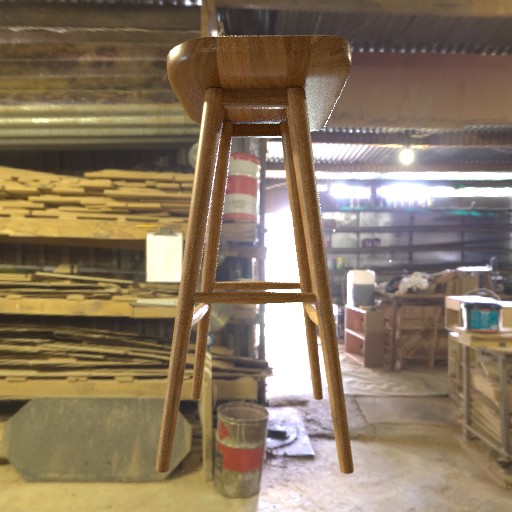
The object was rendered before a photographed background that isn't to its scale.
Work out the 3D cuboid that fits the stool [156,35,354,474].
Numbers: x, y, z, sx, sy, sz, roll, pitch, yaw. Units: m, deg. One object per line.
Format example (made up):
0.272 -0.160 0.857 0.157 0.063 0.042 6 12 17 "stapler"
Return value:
0.000 0.000 0.904 0.322 0.698 0.407 0 0 1 "stool"
